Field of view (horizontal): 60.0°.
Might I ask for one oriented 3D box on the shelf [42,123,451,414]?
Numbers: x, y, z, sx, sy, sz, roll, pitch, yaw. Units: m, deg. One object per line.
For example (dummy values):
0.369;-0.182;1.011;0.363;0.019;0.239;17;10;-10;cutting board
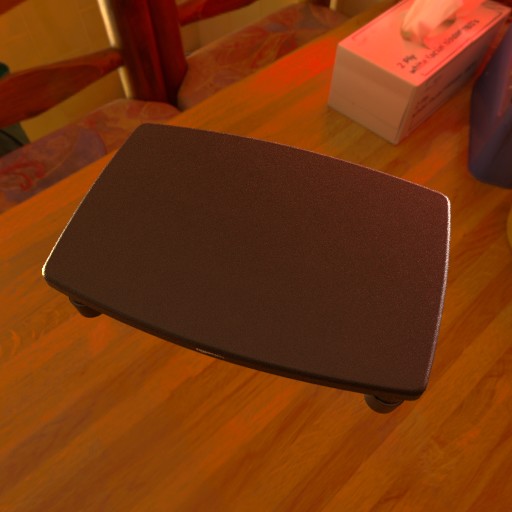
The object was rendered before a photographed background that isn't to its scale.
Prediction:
0.000;0.000;0.522;0.410;0.100;0.280;16;60;9;shelf
